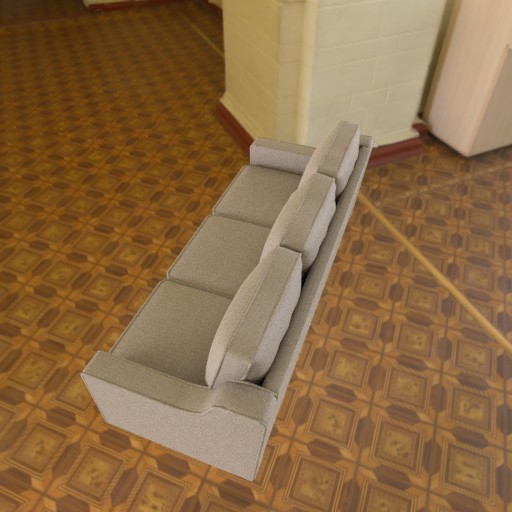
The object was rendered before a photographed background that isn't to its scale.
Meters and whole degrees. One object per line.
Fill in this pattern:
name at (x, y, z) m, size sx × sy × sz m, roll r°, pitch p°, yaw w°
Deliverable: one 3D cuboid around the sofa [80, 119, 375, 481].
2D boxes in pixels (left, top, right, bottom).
sofa at (0.000, 0.000, 2.593) m, size 0.899 × 0.950 × 2.129 m, roll 15°, pitch 47°, yaw 15°
